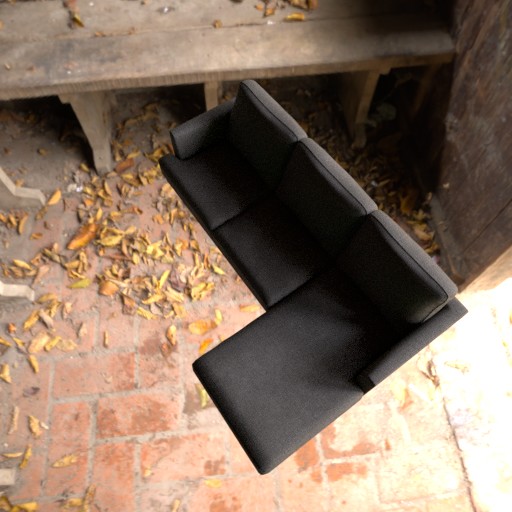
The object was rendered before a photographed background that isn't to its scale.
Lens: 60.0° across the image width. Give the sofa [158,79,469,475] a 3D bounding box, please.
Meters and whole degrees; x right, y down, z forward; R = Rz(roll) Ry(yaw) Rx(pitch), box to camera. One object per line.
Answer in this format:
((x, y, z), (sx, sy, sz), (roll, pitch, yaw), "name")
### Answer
((0.000, 0.000, 2.998), (1.504, 0.956, 2.233), (-32, 68, -15), "sofa")
